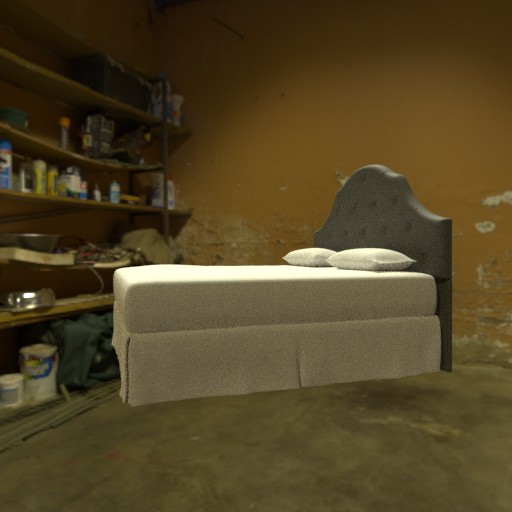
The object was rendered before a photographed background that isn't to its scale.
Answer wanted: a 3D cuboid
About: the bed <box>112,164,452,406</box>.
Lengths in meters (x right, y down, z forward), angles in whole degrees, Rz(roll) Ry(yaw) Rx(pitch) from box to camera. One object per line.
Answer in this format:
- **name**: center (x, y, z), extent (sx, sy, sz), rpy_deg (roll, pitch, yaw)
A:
- **bed**: center (0.000, 0.000, 3.637), extent (2.214, 1.615, 2.008), rpy_deg (0, 0, -20)
